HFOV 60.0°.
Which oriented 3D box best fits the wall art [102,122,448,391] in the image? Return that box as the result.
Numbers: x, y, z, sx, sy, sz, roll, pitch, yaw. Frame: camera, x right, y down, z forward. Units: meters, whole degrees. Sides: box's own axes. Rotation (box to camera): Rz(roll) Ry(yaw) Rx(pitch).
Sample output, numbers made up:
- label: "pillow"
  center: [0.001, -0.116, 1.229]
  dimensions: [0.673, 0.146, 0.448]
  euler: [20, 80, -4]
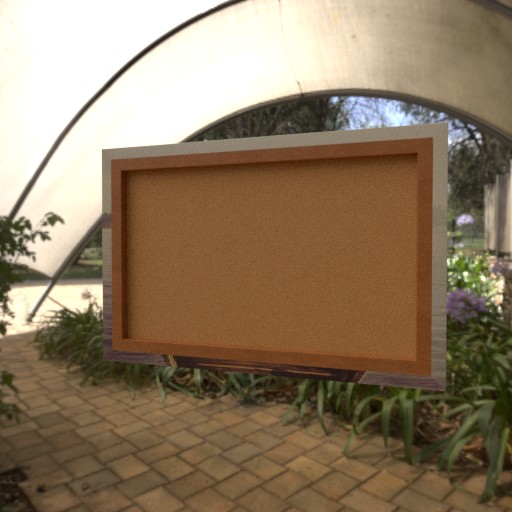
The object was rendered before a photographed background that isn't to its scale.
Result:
- label: "wall art"
  center: [0.000, 0.000, 1.155]
  dimensions: [0.916, 0.609, 0.037]
  euler: [0, 1, 17]
